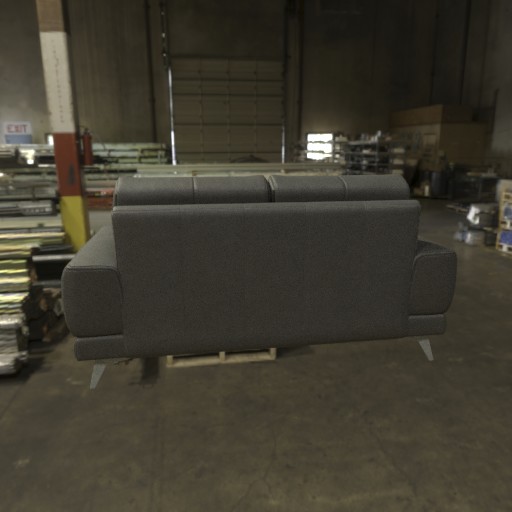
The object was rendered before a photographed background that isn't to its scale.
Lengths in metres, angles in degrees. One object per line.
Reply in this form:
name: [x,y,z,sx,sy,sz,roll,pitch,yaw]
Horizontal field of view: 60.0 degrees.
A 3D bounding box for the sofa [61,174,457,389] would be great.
sofa: [0.000,0.000,2.416,1.806,0.907,1.018,-2,14,-9]
